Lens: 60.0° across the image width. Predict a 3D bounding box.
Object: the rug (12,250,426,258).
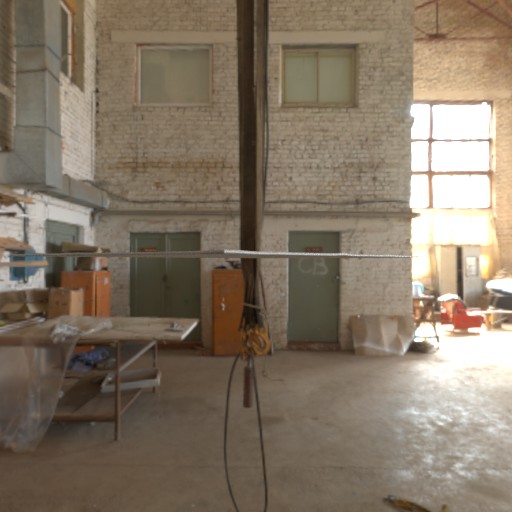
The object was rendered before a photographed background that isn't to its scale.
[{"bbox_3d":[0.000,0.000,2.968,1.545,0.016,2.460,0,-1,36],"label":"rug"}]
